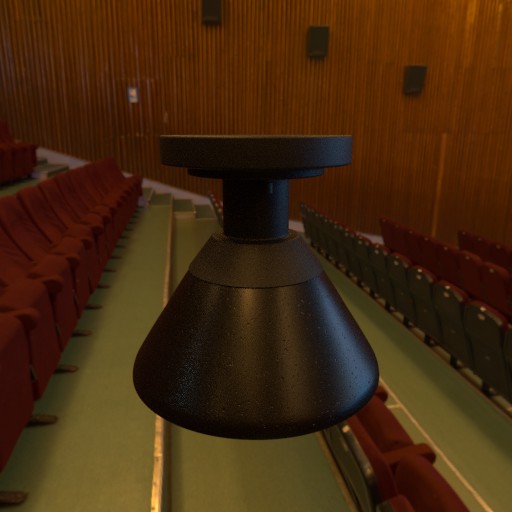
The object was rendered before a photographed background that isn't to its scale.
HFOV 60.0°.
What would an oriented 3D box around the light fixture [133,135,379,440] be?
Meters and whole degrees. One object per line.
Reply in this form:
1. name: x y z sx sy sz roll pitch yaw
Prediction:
1. light fixture: 0.000 0.000 0.349 0.200 0.183 0.200 0 15 0
